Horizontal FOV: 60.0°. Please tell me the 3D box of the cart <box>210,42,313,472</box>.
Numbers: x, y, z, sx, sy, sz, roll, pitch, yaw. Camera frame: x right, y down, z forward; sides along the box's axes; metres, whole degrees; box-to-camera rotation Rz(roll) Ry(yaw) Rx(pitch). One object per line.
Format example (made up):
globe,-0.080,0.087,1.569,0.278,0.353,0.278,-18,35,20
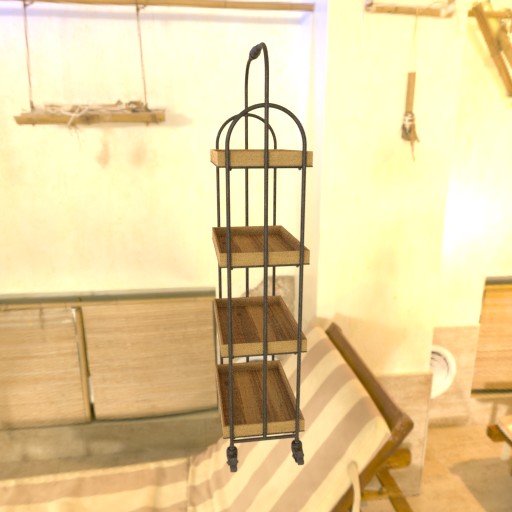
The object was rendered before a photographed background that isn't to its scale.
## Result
cart,0.000,0.000,1.698,0.308,1.481,0.581,-2,15,-8
